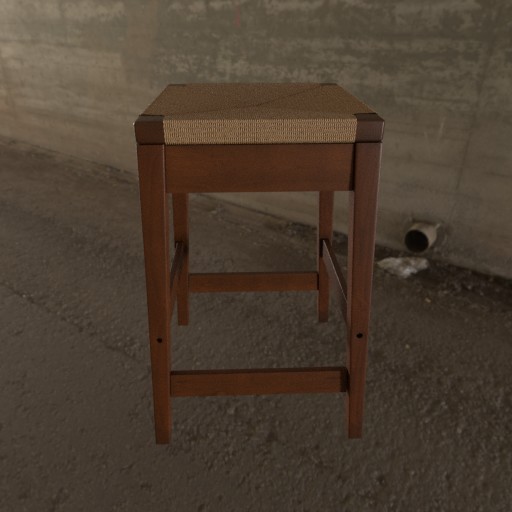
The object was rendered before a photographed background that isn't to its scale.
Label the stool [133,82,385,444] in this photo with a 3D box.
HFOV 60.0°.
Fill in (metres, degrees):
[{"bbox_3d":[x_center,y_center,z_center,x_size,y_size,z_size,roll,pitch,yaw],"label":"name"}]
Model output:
[{"bbox_3d":[0.000,0.000,1.116,0.507,0.762,0.497,-1,29,-2],"label":"stool"}]
